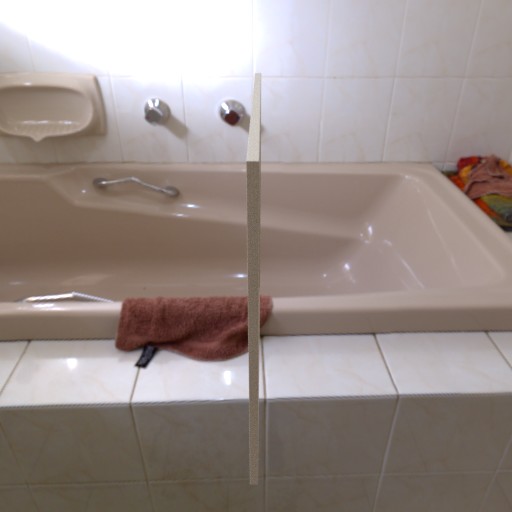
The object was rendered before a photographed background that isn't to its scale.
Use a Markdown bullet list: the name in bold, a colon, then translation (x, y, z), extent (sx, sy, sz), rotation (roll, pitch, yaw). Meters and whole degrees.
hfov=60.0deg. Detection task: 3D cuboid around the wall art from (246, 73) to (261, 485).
- **wall art**: translation (0.000, 0.000, 0.860), extent (0.015, 0.577, 0.572), rotation (0, 31, 1)
